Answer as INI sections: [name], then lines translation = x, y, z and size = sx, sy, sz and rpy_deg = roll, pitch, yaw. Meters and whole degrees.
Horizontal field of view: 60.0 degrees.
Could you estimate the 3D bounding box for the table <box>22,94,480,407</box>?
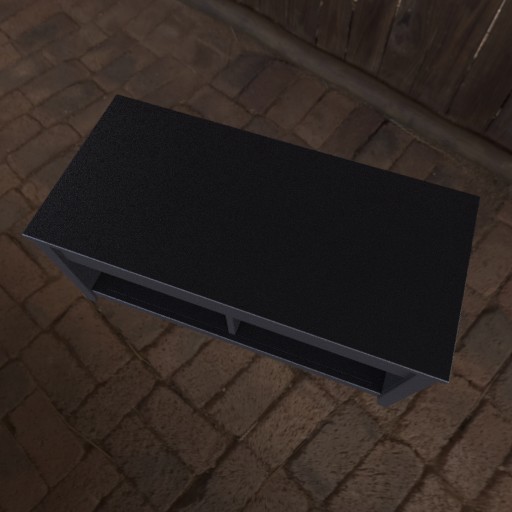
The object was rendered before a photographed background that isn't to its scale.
[table]
translation = 0.000, 0.000, 1.286
size = 1.016, 0.457, 0.483
rpy_deg = 18, 65, 9
